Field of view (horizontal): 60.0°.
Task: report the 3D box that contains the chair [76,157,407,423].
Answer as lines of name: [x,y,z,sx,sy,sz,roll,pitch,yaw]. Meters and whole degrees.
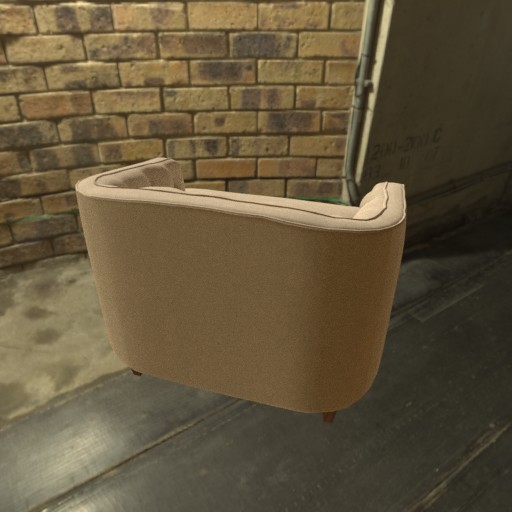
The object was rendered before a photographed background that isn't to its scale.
chair: [0.000,0.000,1.785,1.104,0.852,0.941,9,33,14]
